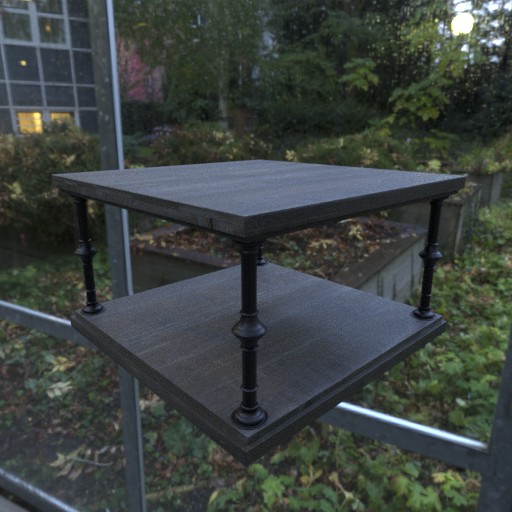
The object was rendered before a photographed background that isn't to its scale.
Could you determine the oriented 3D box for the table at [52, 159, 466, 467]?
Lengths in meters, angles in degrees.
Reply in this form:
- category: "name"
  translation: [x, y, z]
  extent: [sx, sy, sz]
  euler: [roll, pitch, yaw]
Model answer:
- category: "table"
  translation: [0.000, 0.000, 1.109]
  extent: [0.696, 0.400, 0.696]
  euler: [-15, 22, -41]
